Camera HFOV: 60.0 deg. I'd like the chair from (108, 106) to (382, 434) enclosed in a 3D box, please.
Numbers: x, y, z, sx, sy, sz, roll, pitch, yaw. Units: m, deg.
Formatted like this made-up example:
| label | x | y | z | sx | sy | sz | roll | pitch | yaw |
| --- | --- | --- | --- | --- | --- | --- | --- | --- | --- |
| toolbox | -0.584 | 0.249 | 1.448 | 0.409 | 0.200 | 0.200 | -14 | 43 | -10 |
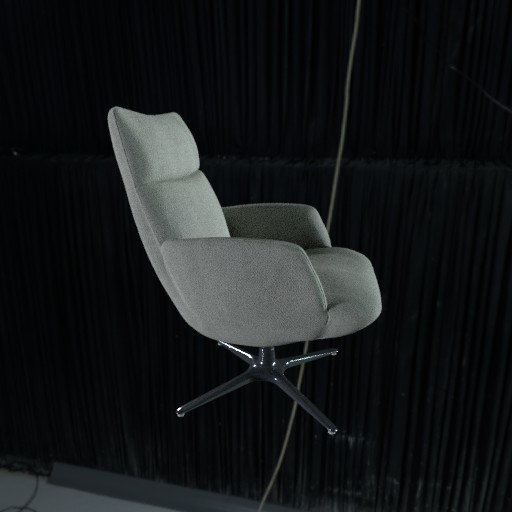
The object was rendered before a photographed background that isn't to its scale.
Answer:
| label | x | y | z | sx | sy | sz | roll | pitch | yaw |
| --- | --- | --- | --- | --- | --- | --- | --- | --- | --- |
| chair | 0.000 | 0.000 | 1.614 | 0.889 | 1.016 | 0.711 | 3 | 16 | 10 |
